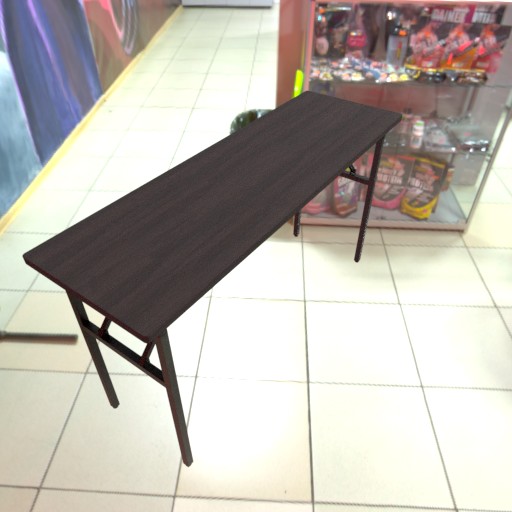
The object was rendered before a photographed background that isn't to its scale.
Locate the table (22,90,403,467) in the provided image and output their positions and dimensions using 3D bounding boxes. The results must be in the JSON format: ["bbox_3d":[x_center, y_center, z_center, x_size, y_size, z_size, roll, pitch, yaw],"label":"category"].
[{"bbox_3d":[0.000,0.000,1.687,0.449,0.750,1.399,25,46,26],"label":"table"}]
